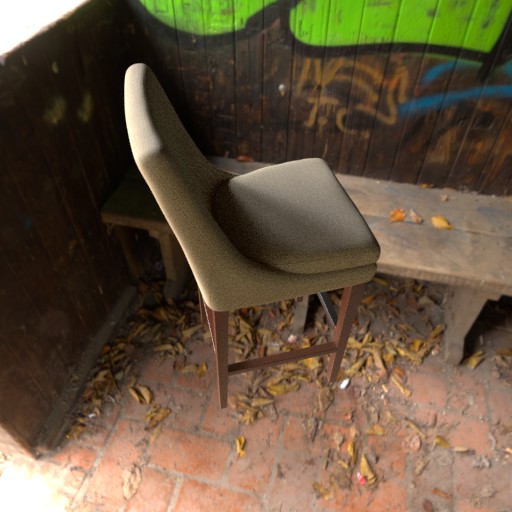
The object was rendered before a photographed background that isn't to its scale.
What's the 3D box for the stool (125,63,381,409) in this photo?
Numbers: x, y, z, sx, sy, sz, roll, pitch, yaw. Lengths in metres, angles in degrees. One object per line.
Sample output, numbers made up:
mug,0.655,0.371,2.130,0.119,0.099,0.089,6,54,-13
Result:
stool,0.000,0.000,1.367,0.577,1.078,0.470,-11,47,-10
